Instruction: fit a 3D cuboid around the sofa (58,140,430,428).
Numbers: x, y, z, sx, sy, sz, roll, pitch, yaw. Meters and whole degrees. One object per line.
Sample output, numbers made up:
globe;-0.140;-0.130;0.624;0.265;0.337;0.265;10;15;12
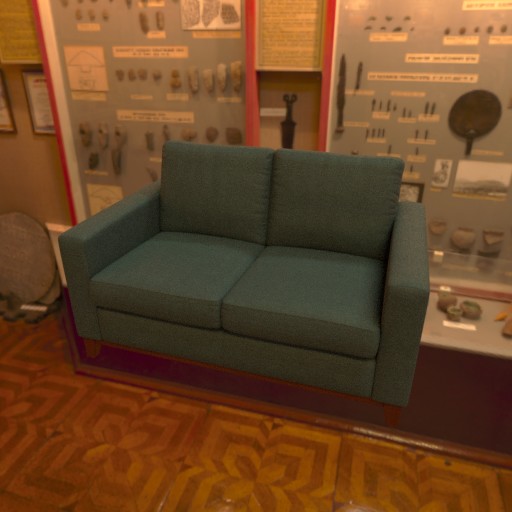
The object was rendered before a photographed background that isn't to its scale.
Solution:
sofa;0.000;0.000;2.113;1.489;0.903;0.955;8;27;16
